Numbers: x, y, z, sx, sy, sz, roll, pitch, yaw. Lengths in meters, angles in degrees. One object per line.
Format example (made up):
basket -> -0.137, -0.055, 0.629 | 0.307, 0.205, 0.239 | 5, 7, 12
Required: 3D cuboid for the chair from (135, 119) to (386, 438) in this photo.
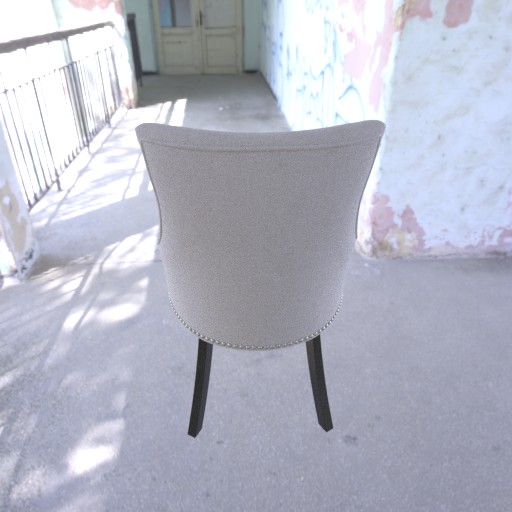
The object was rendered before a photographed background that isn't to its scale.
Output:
chair -> 0.000, 0.000, 1.326 | 0.566, 0.909, 0.629 | -1, 31, -2
